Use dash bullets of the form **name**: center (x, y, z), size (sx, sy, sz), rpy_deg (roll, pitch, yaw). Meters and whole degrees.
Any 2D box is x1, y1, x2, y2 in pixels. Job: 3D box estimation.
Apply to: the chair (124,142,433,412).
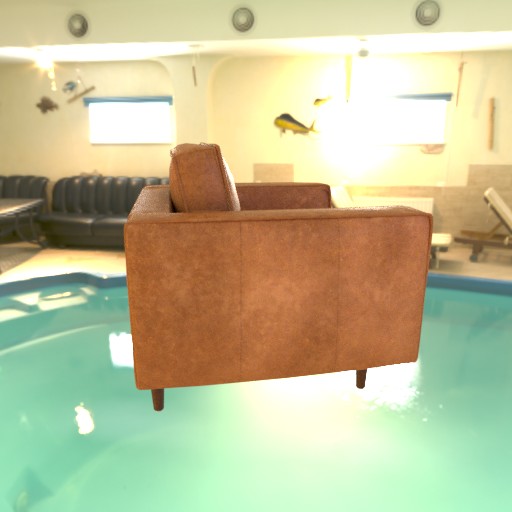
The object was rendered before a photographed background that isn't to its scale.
- **chair**: center (0.000, 0.000, 1.549), size (0.798, 0.767, 0.928), rpy_deg (-3, 15, -11)
